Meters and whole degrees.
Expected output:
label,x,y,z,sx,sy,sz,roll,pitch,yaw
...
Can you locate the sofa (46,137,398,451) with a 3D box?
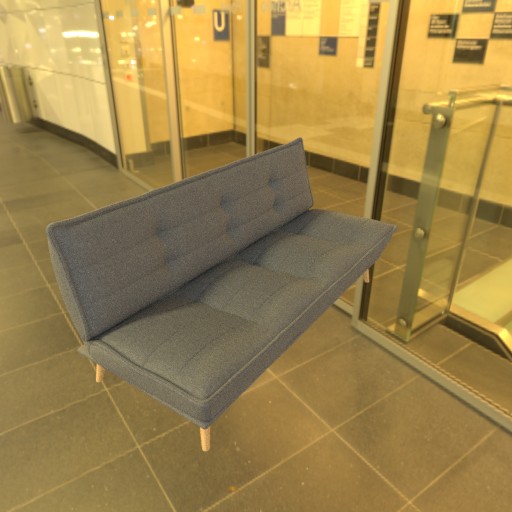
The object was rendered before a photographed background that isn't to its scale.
label,x,y,z,sx,sy,sz,roll,pitch,yaw
sofa,0.000,0.000,2.434,0.950,0.890,1.940,18,32,31
